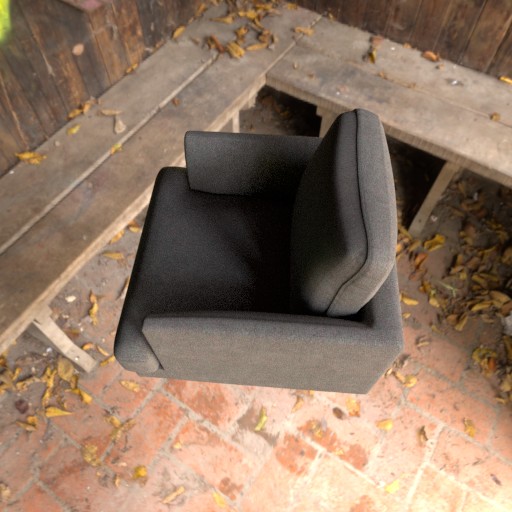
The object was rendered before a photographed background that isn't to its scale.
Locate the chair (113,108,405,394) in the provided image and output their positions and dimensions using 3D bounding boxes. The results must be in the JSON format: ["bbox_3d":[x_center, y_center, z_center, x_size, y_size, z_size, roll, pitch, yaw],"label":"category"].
[{"bbox_3d":[0.000,0.000,1.642,0.899,0.957,0.858,4,59,2],"label":"chair"}]
